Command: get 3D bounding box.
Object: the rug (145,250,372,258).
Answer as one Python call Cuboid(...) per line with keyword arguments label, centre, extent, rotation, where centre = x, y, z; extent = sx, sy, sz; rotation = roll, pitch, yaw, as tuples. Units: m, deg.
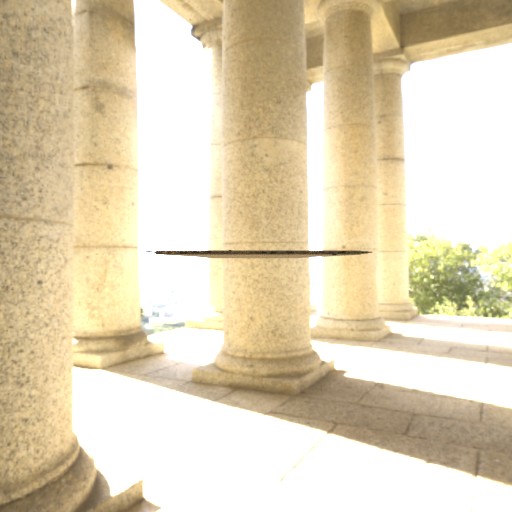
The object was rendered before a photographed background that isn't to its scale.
Cuboid(label="rug", centre=(0.000, 0.000, 2.625), extent=(0.729, 0.021, 2.438), rotation=(0, -1, -1))
